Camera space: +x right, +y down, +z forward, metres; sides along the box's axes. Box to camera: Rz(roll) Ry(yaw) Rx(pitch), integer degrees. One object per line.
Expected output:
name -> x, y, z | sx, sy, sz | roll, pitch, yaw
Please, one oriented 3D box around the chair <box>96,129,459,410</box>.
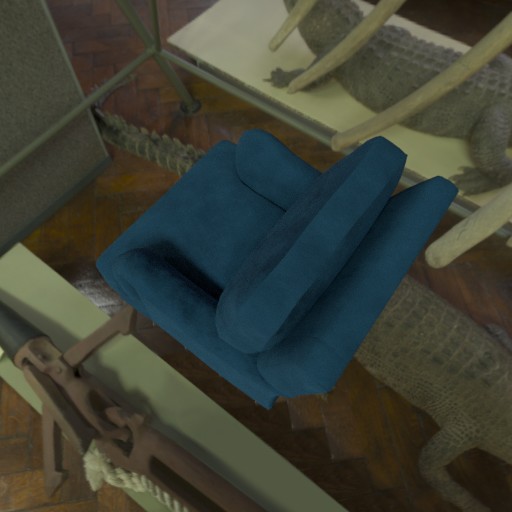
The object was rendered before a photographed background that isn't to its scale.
chair -> 0.000, 0.000, 1.847 | 1.078, 1.076, 0.895 | 33, 66, 17
